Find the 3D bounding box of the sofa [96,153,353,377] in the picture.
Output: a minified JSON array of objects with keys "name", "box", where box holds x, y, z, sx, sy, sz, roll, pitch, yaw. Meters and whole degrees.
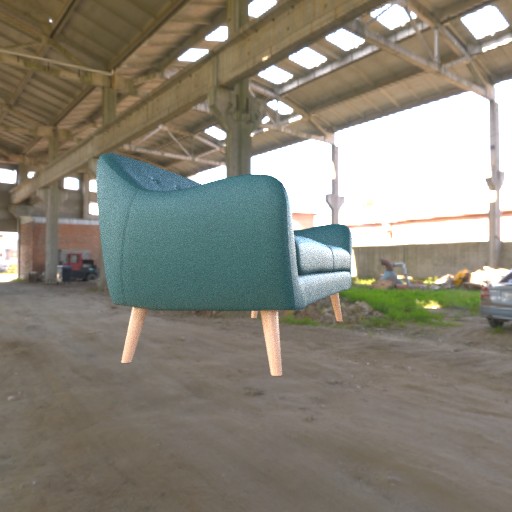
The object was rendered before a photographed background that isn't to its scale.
[{"name":"sofa","box":[0.000,0.000,2.318,0.820,0.836,1.840,0,-1,19]}]
